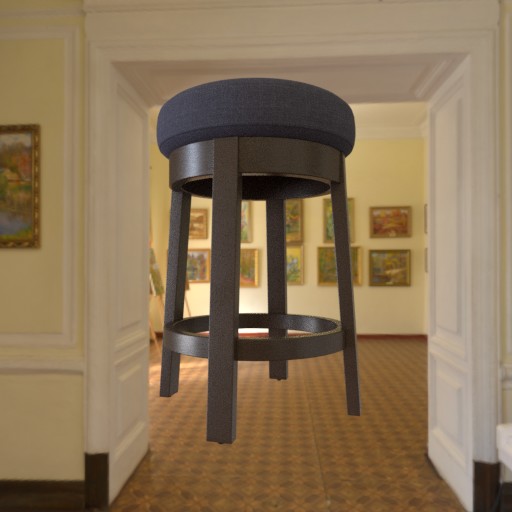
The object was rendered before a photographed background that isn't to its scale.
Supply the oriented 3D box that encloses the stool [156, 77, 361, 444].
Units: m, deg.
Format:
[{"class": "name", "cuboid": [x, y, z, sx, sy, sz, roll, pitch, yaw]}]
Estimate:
[{"class": "stool", "cuboid": [0.000, 0.000, 0.977, 0.449, 0.655, 0.449, 0, -1, 0]}]
